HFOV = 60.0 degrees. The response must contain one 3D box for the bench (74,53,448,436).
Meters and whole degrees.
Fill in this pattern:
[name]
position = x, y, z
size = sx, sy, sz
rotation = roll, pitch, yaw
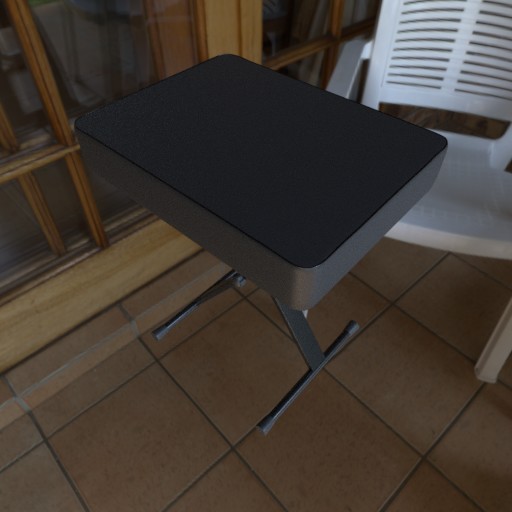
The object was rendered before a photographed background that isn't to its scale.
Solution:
[bench]
position = 0.000, 0.000, 0.785
size = 0.424, 0.500, 0.321
rotation = 33, 55, 27
